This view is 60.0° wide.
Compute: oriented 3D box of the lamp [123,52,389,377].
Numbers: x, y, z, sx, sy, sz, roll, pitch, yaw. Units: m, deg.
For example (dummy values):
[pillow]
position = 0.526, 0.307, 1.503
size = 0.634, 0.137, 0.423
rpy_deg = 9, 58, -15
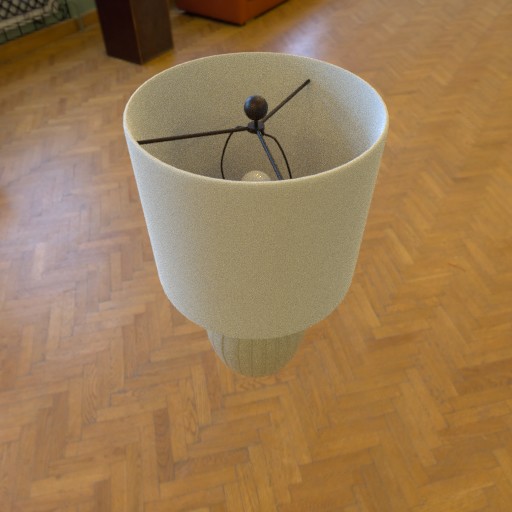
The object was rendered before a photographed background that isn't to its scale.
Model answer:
[lamp]
position = 0.000, 0.000, 0.753
size = 0.329, 0.570, 0.329
rpy_deg = 23, 51, 21
